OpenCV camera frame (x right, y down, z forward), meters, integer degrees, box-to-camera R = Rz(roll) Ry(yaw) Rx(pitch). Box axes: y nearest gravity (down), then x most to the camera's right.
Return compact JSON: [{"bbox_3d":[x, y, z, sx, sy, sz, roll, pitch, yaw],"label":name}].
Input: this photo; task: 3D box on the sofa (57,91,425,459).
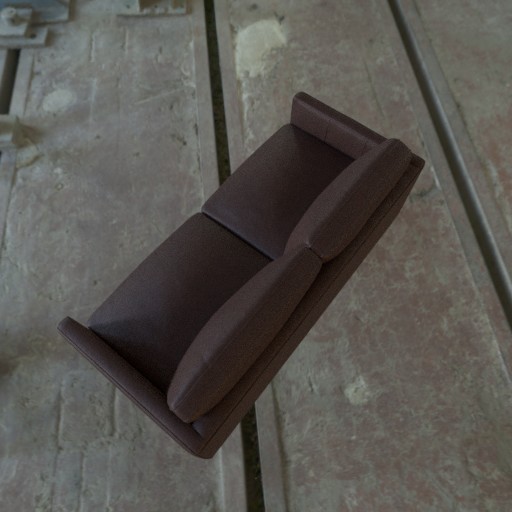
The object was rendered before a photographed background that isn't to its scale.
[{"bbox_3d":[0.000,0.000,2.500,0.923,0.863,1.971,35,69,16],"label":"sofa"}]
